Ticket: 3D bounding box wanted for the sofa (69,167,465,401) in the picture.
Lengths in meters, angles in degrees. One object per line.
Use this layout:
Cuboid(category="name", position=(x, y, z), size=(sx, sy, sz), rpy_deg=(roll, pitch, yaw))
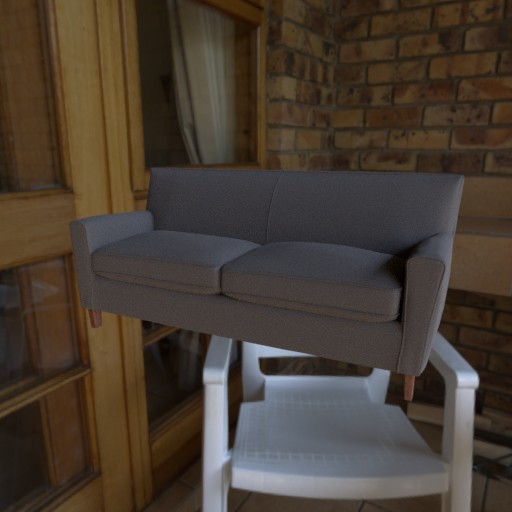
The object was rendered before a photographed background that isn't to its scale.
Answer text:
Cuboid(category="sofa", position=(0.000, 0.000, 2.453), size=(2.002, 0.907, 0.843), rpy_deg=(7, 15, 25))
